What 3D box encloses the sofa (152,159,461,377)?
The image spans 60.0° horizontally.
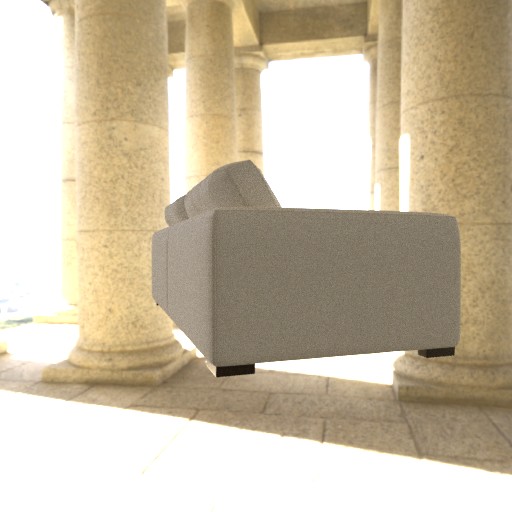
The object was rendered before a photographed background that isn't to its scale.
[{"bbox_3d":[0.000,0.000,2.696,1.070,0.801,2.262,0,1,-18],"label":"sofa"}]
